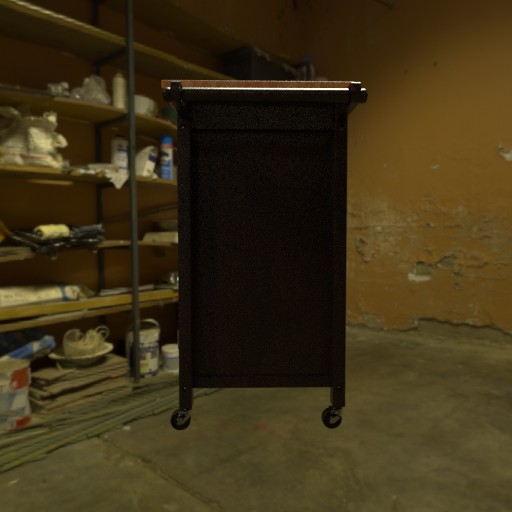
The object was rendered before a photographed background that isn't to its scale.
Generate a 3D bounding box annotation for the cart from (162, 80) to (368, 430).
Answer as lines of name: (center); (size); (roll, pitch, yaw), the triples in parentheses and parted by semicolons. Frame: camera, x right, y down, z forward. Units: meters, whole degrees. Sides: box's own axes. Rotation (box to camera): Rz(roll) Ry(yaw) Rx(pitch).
cart: (0.000, 0.000, 1.425); (0.472, 0.878, 0.914); (0, 3, -1)
